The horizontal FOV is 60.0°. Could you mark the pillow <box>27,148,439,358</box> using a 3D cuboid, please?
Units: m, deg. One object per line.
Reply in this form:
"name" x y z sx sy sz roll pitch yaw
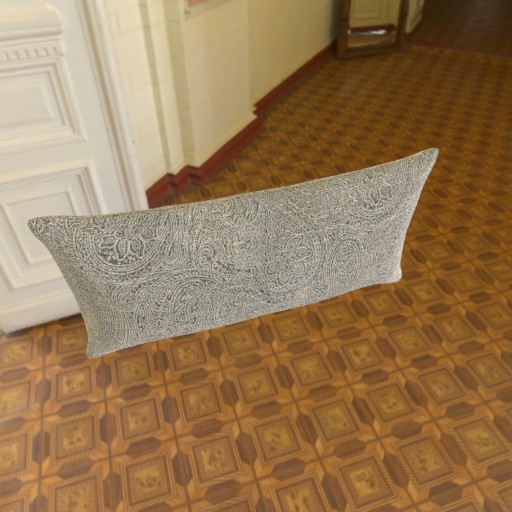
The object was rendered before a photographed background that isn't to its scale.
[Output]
"pillow" 0.000 0.000 0.733 0.615 0.295 0.151 -12 43 -14
